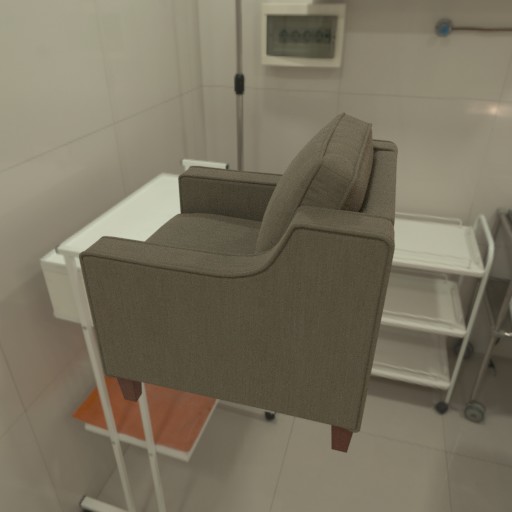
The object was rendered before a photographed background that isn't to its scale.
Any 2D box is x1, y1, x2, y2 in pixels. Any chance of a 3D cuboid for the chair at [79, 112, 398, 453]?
[{"bbox_3d":[0.000,0.000,1.642,0.909,0.960,0.831,8,31,14],"label":"chair"}]
